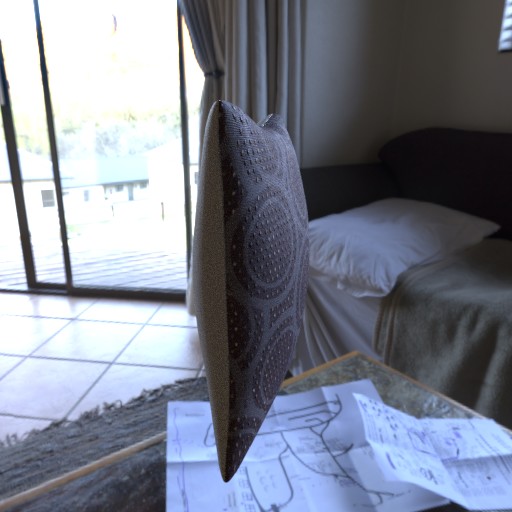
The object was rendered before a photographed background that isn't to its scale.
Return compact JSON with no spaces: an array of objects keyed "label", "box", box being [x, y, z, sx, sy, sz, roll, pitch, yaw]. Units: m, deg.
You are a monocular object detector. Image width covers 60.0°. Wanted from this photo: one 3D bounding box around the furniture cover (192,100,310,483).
[{"label":"furniture cover","box":[0.000,0.000,0.808,0.193,0.509,0.552,3,16,9]}]
